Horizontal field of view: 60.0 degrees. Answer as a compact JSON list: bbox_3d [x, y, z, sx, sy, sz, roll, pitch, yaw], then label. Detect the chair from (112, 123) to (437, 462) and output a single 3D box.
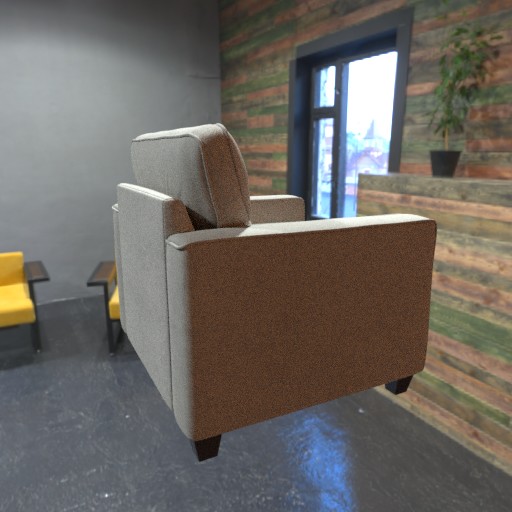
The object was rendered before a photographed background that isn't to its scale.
[{"bbox_3d":[0.000,0.000,1.774,0.939,0.965,1.015,-7,15,-27],"label":"chair"}]
